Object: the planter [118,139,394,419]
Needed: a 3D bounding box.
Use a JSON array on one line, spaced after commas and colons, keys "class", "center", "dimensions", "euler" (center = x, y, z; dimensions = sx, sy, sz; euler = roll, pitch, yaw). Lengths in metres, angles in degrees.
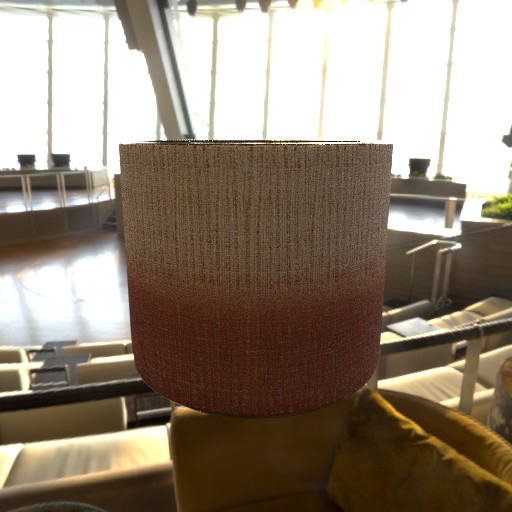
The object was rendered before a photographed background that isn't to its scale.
[{"class": "planter", "center": [0.000, 0.000, 0.313], "dimensions": [0.178, 0.157, 0.178], "euler": [0, 15, 0]}]
